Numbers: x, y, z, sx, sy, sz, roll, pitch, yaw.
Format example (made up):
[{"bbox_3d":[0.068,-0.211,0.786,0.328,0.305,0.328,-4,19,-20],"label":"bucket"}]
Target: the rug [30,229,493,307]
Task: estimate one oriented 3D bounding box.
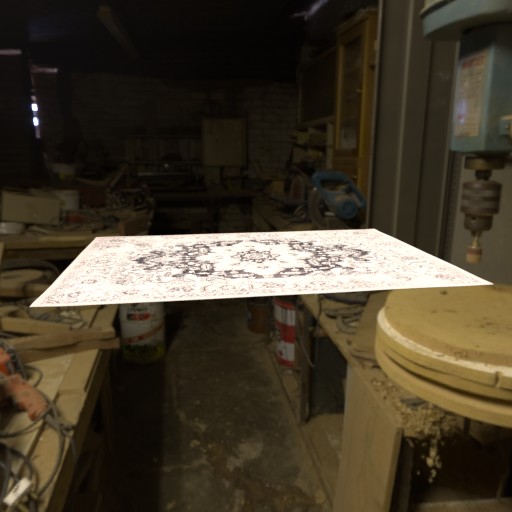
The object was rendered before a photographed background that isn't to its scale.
[{"bbox_3d":[0.000,0.000,2.283,1.813,0.008,1.223,-2,15,-8],"label":"rug"}]
